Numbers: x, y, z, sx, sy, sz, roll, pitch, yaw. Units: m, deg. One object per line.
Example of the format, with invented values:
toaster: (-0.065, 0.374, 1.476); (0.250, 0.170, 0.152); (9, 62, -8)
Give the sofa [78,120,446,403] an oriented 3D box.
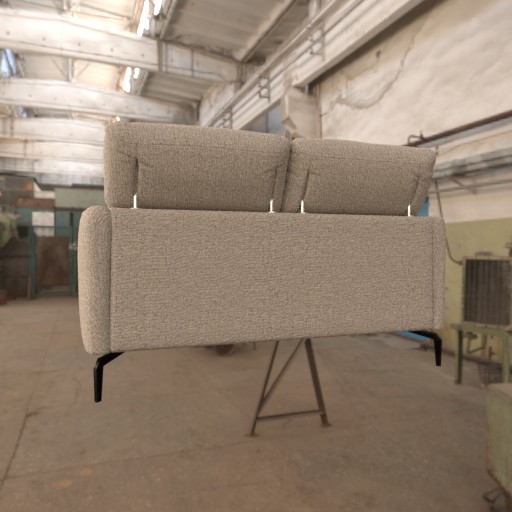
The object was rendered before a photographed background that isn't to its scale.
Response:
sofa: (0.000, 0.000, 2.084); (1.540, 0.950, 0.905); (0, 1, -19)
